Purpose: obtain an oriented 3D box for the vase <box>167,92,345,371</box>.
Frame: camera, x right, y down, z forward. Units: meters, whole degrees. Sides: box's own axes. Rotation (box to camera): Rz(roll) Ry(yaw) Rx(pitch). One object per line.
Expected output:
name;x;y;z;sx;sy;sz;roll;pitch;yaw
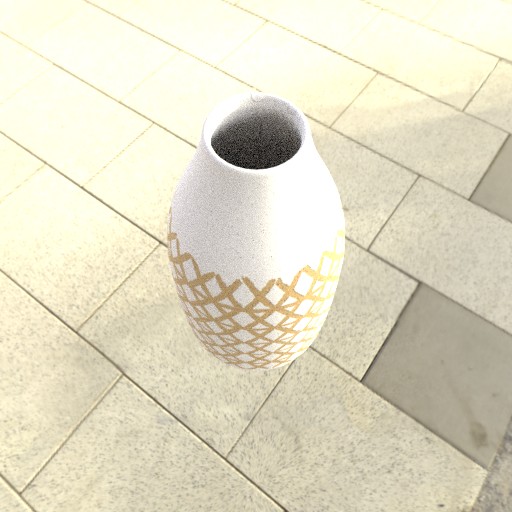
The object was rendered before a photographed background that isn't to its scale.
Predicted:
vase;0.000;0.000;0.476;0.186;0.380;0.186;0;63;0
